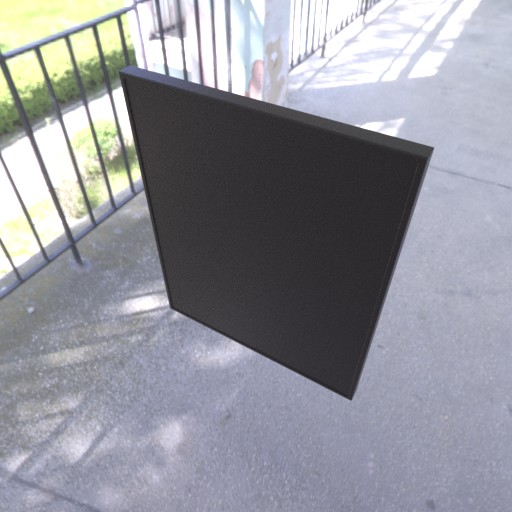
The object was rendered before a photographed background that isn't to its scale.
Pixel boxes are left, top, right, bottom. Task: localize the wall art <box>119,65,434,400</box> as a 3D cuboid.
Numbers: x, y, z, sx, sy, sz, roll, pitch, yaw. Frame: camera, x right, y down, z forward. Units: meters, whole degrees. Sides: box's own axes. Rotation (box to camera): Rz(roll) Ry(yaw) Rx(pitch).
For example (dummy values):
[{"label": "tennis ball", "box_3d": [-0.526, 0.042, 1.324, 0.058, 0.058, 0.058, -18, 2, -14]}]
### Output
[{"label": "wall art", "box_3d": [0.000, 0.000, 0.765, 0.451, 0.551, 0.028, 23, 49, 21]}]
